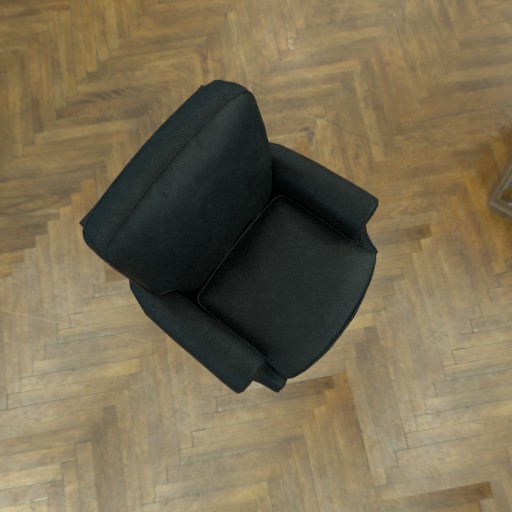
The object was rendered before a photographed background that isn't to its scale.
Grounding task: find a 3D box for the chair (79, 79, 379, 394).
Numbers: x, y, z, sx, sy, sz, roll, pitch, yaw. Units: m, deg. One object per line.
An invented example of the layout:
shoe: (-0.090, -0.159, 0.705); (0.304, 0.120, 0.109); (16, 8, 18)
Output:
chair: (0.000, 0.000, 1.802); (0.986, 1.018, 0.936); (36, 79, 8)
